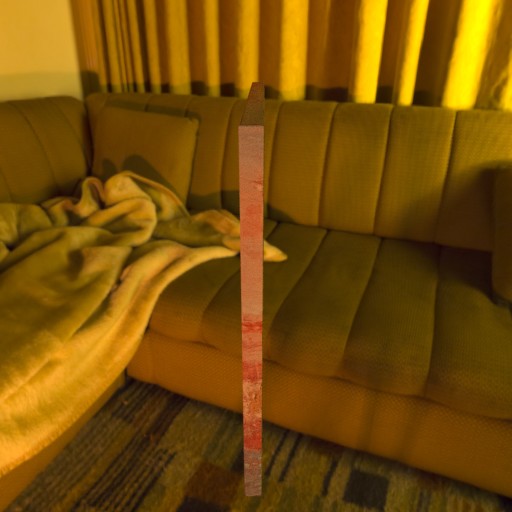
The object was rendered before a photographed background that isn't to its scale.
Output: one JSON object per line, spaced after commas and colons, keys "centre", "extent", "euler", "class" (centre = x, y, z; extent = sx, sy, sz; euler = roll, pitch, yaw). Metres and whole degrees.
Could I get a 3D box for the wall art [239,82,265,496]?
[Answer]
{"centre": [0.000, 0.000, 1.092], "extent": [0.035, 0.747, 0.747], "euler": [0, 26, 1], "class": "wall art"}
